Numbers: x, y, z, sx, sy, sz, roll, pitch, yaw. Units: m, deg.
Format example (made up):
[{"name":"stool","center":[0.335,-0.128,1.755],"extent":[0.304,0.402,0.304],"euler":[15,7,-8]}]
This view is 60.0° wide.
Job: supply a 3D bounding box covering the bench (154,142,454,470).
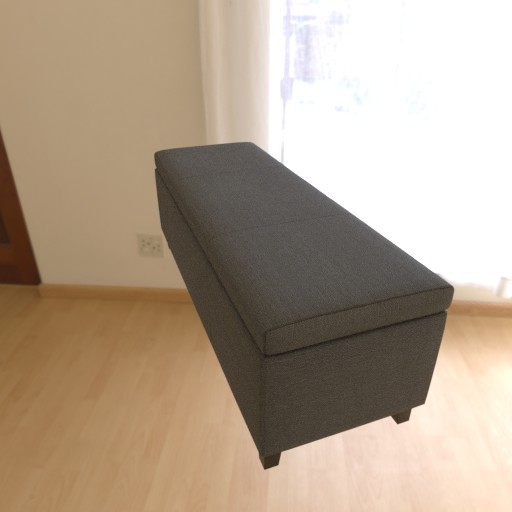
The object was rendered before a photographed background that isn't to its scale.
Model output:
[{"name":"bench","center":[0.000,0.000,1.469],"extent":[0.446,0.438,1.269],"euler":[-10,31,-18]}]
